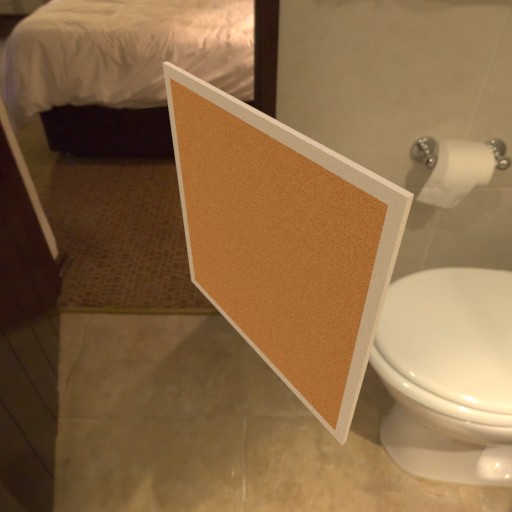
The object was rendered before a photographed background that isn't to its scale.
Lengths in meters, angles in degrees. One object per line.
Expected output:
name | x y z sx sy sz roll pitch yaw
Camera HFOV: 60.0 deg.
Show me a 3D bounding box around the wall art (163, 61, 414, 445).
wall art | 0.000 0.000 0.679 0.009 0.457 0.456 -26 47 -27
